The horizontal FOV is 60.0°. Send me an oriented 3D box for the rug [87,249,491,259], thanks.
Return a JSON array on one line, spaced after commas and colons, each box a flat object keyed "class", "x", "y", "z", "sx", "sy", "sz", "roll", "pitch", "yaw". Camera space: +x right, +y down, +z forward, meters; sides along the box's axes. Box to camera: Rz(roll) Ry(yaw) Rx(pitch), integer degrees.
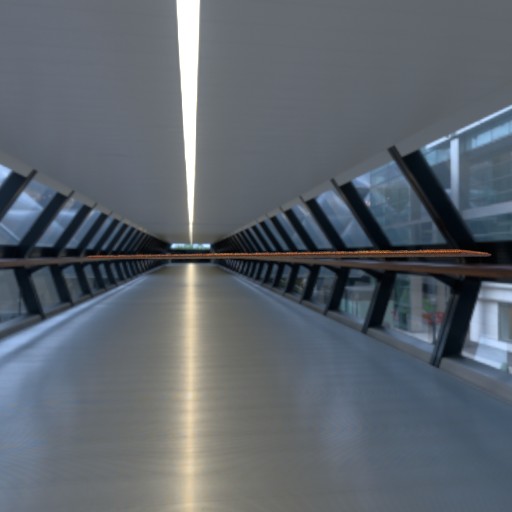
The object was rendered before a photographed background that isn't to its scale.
[{"class": "rug", "x": 0.000, "y": 0.000, "z": 2.497, "sx": 2.274, "sy": 0.016, "sz": 0.651, "roll": -1, "pitch": -1, "yaw": 36}]
